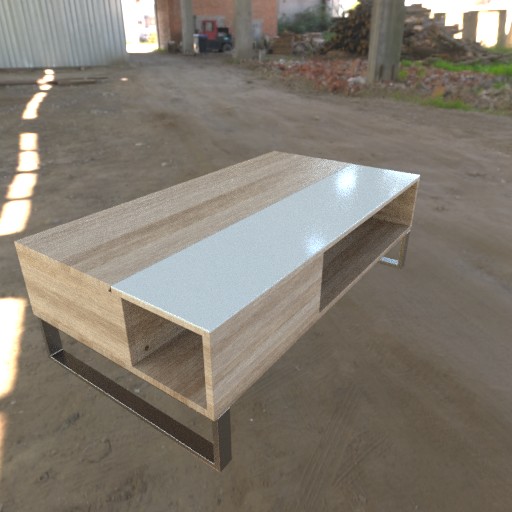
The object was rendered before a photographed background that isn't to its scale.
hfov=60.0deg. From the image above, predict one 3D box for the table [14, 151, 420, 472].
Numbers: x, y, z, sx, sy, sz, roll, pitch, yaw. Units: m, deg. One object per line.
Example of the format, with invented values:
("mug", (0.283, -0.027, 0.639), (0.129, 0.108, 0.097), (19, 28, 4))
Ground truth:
("table", (0.000, 0.000, 1.355), (0.600, 0.350, 1.100), (18, 32, 31))
